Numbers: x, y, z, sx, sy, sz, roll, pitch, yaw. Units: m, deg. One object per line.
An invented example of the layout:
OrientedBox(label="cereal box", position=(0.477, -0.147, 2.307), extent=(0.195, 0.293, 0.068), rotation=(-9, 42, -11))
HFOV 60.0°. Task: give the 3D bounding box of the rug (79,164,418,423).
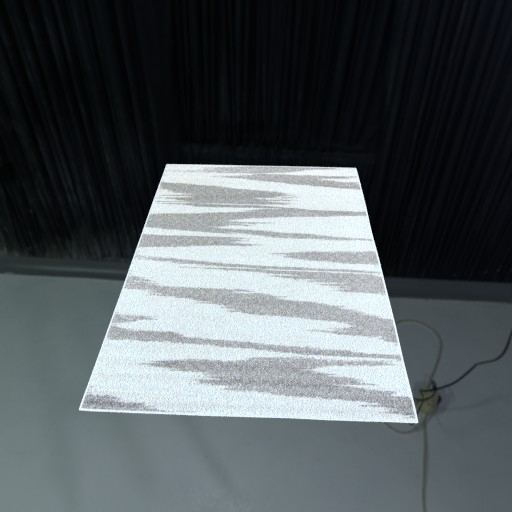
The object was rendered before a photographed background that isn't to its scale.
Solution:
OrientedBox(label="rug", position=(0.000, 0.000, 2.778), extent=(1.533, 0.010, 2.142), rotation=(1, 43, 2))
